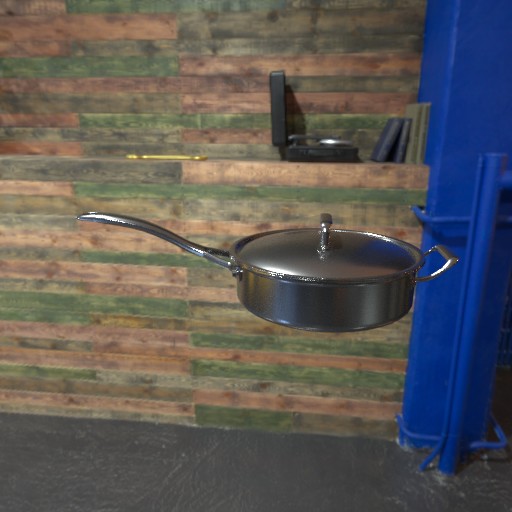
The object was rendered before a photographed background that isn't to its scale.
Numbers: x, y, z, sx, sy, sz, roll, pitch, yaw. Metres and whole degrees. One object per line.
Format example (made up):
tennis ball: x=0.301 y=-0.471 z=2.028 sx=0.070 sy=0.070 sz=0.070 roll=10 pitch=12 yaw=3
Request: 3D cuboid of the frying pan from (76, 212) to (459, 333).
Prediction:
frying pan: x=0.000 y=0.000 z=0.586 sx=0.492 sy=0.111 sz=0.245 roll=2 pitch=16 yaw=7
